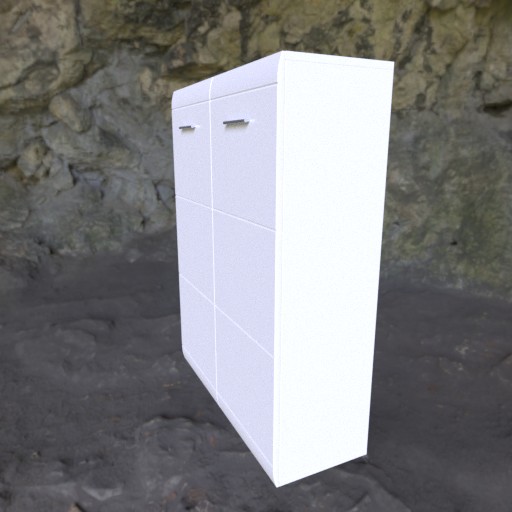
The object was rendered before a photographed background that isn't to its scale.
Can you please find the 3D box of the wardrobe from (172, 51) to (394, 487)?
[{"bbox_3d":[0.000,0.000,1.609,0.360,1.200,0.900,-7,16,-25],"label":"wardrobe"}]
